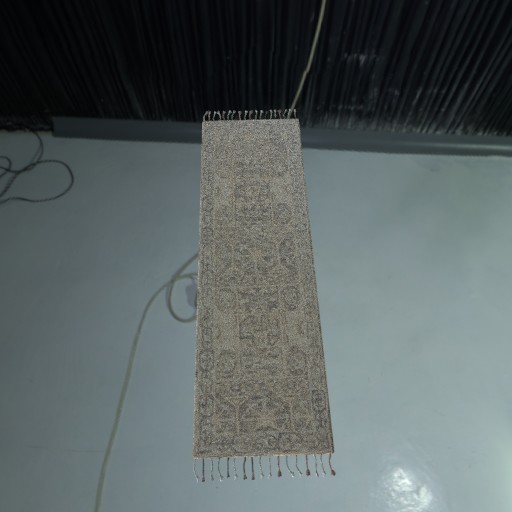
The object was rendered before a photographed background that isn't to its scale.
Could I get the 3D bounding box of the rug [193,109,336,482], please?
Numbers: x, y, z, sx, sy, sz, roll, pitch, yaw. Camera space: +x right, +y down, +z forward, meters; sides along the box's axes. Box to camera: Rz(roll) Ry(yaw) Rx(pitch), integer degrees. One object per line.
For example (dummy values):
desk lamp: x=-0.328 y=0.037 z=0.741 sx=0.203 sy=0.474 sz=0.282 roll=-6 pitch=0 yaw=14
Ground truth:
rug: x=0.000 y=0.000 z=2.951 sx=0.762 sy=0.011 sz=2.664 roll=-2 pitch=62 yaw=-1
